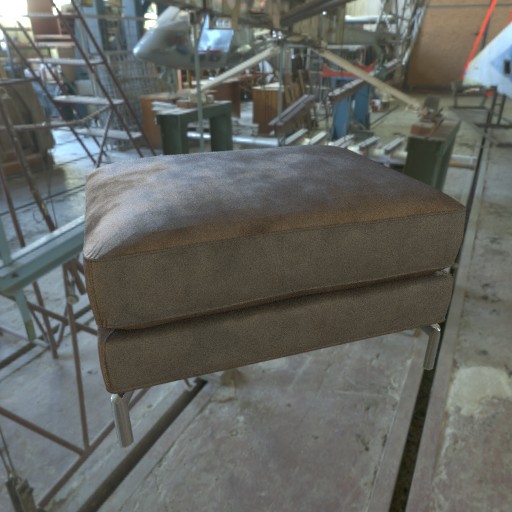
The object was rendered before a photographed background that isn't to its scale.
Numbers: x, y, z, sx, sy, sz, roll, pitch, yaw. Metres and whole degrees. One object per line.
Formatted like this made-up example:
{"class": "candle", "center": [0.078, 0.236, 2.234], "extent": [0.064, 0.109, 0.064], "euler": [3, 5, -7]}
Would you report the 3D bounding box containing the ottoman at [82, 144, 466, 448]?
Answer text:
{"class": "ottoman", "center": [0.000, 0.000, 1.041], "extent": [0.719, 0.456, 0.520], "euler": [-8, 28, -16]}
